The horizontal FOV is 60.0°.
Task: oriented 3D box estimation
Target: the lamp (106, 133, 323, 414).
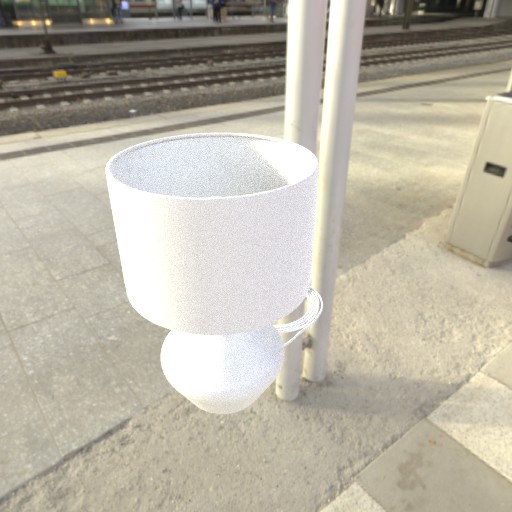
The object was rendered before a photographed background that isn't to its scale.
[{"bbox_3d":[0.000,0.000,0.860,0.546,0.457,0.401,-23,37,-34],"label":"lamp"}]
